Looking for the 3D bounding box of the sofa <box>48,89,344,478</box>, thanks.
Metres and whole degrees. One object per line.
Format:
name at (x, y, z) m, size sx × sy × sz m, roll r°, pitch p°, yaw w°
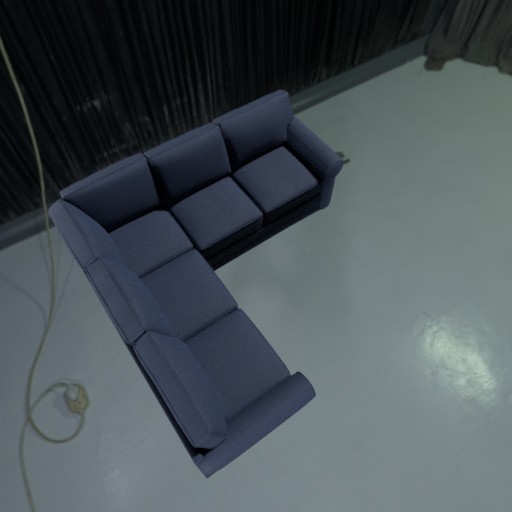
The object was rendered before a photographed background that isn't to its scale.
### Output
sofa at (0.000, 0.000, 3.829) m, size 2.562 × 1.042 × 2.487 m, roll -31°, pitch 63°, yaw -18°
